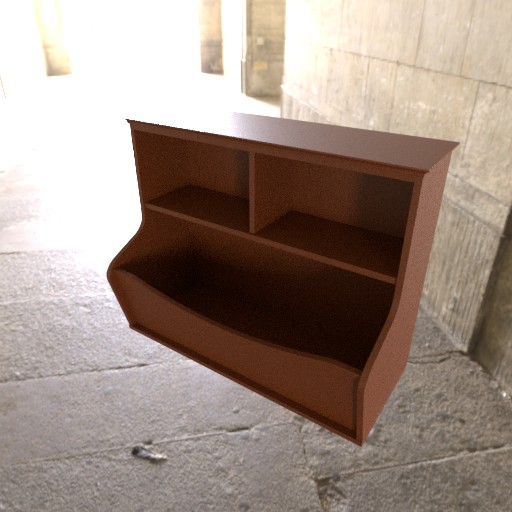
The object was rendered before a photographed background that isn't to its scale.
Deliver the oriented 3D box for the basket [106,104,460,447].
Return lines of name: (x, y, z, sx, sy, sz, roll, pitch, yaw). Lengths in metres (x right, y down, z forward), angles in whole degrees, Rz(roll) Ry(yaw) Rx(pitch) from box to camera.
basket: (0.000, 0.000, 1.150, 0.792, 0.625, 0.376, 18, 34, 30)
